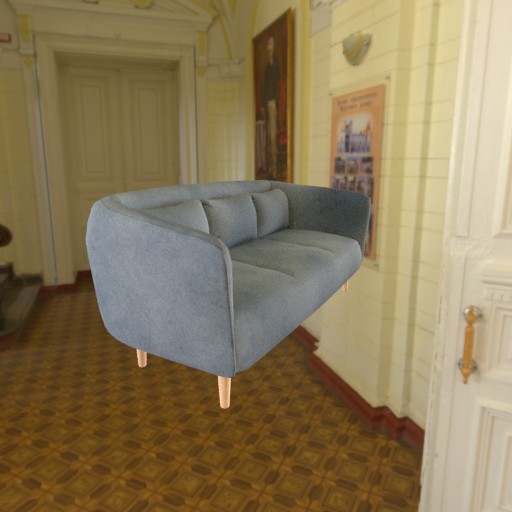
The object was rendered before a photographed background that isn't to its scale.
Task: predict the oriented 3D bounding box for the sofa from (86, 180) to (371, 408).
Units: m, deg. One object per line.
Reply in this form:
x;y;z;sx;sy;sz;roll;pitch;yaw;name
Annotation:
0.000;0.000;2.500;0.849;0.795;2.095;6;14;26;sofa
